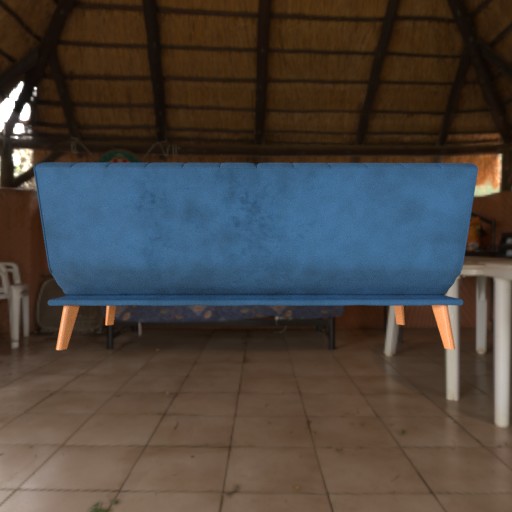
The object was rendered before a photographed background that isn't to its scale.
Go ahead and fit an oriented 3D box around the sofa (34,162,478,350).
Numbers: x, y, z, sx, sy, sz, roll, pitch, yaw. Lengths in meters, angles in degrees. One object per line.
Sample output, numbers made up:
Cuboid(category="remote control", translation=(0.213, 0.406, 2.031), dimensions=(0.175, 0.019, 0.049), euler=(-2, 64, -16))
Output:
Cuboid(category="sofa", translation=(0.000, 0.000, 2.223), dimensions=(1.804, 0.813, 0.855), euler=(0, 1, 0))
